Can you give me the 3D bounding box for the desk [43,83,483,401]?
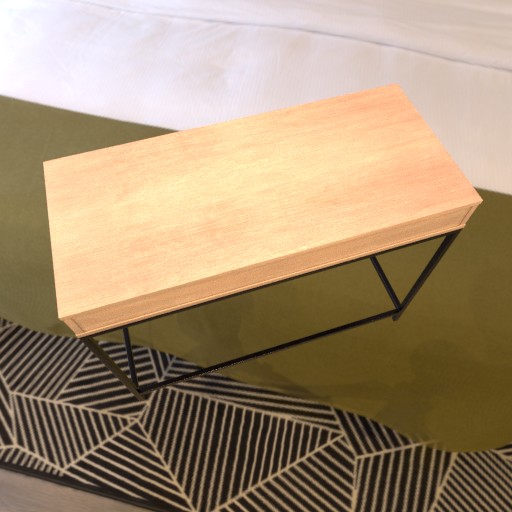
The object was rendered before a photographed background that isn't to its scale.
[{"bbox_3d":[0.000,0.000,1.447,1.016,0.762,0.470,-15,60,-9],"label":"desk"}]
